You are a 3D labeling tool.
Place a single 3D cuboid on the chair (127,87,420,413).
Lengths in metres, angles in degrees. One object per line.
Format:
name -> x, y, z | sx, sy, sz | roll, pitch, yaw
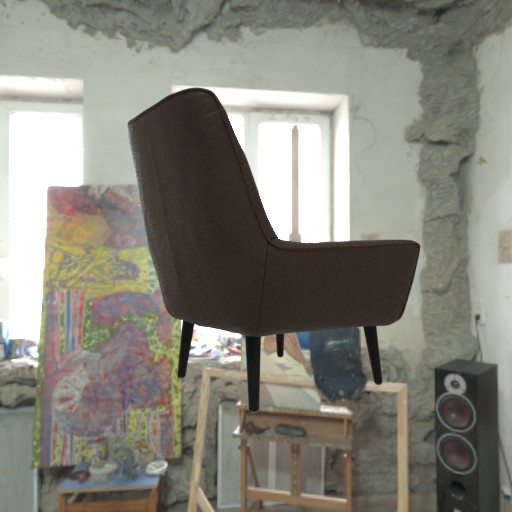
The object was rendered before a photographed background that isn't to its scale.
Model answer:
chair -> 0.000, 0.000, 1.542 | 0.824, 0.888, 0.787 | 0, 0, -37
